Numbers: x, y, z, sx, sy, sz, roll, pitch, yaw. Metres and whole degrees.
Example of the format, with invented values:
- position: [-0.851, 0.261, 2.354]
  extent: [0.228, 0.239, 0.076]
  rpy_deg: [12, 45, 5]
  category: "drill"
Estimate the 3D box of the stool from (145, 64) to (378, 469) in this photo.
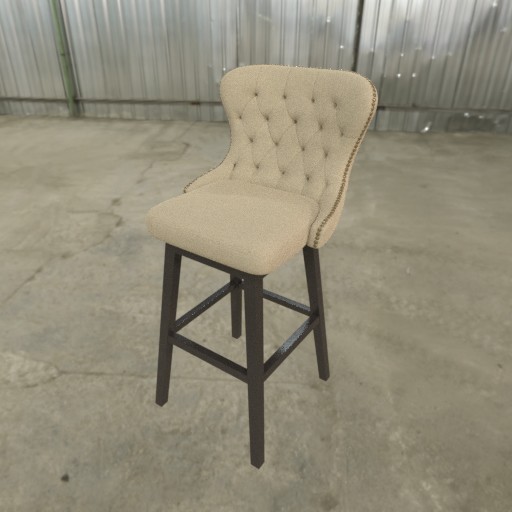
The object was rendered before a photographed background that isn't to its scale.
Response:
- position: [0.000, 0.000, 1.411]
  extent: [0.528, 1.066, 0.605]
  rpy_deg: [19, 35, 30]
  category: "stool"
